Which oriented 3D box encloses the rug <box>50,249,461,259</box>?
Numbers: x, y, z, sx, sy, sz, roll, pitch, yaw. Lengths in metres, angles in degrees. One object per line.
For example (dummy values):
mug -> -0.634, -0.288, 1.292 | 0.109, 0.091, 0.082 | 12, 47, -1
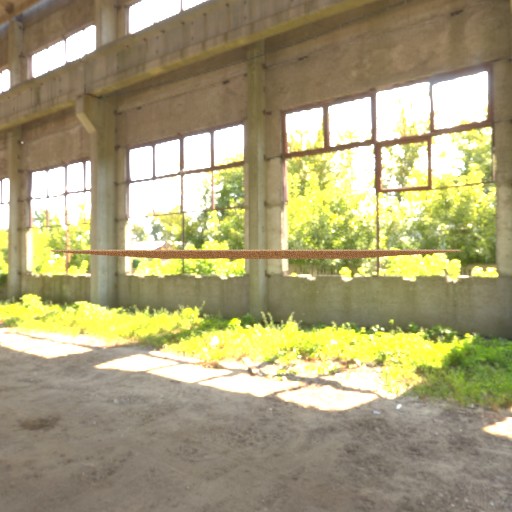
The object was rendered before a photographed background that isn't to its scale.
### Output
rug -> 0.000, 0.000, 4.088 | 2.439, 0.013, 3.048 | 0, -1, 1
